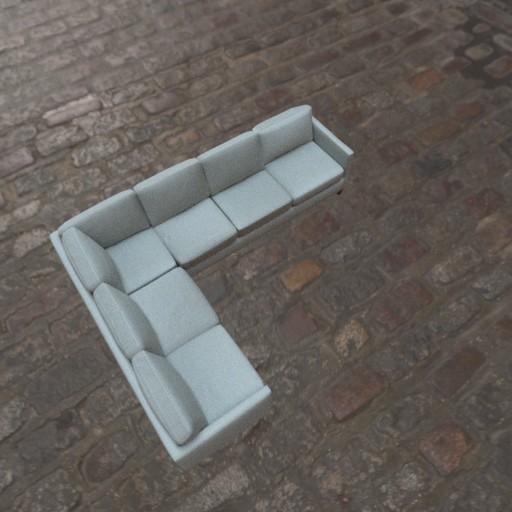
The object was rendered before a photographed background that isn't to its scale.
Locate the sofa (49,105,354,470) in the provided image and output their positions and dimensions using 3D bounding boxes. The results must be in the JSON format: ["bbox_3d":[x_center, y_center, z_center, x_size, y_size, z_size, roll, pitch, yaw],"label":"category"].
[{"bbox_3d":[0.000,0.000,4.556,3.301,0.947,2.592,-31,63,-18],"label":"sofa"}]
